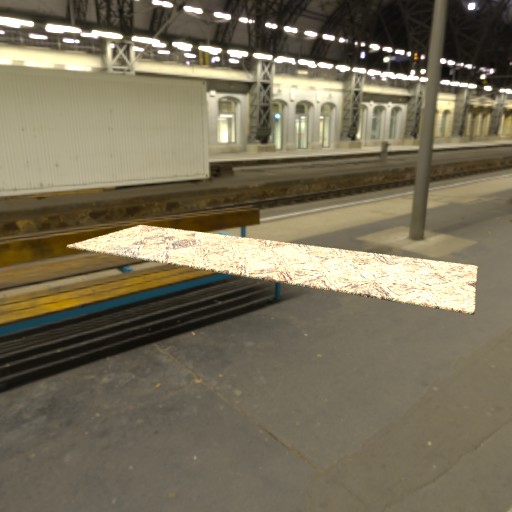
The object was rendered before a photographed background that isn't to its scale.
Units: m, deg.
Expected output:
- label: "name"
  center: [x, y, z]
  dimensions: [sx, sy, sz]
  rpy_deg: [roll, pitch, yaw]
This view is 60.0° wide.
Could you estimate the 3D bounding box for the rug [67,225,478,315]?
- label: "rug"
  center: [0.000, 0.000, 2.546]
  dimensions: [2.292, 0.015, 0.688]
  rpy_deg: [8, 18, 26]
